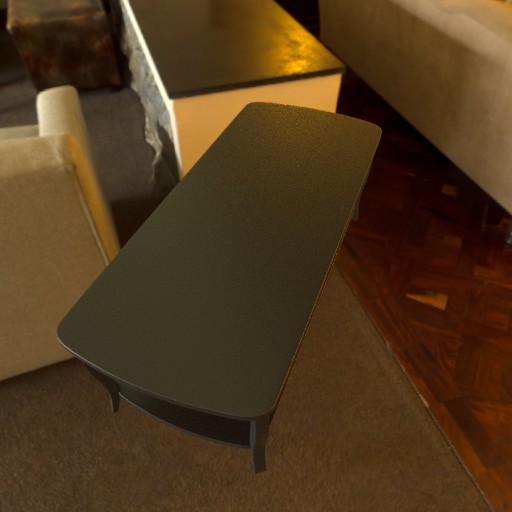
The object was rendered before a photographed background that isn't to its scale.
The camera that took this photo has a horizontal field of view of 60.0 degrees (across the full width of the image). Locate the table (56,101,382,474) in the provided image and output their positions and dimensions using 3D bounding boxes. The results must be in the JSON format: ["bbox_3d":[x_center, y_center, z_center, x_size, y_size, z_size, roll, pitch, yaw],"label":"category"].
[{"bbox_3d":[0.000,0.000,1.559,0.571,0.457,1.333,16,48,15],"label":"table"}]
